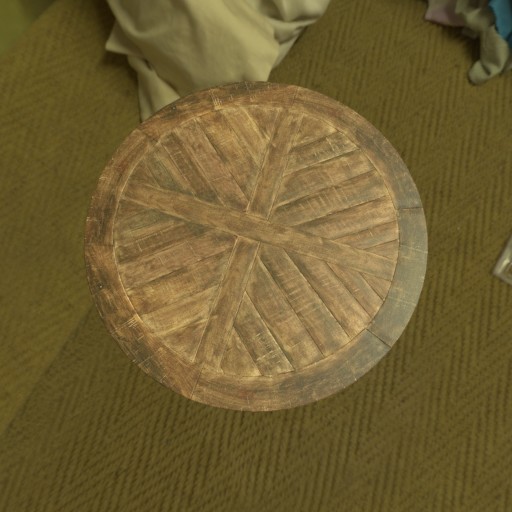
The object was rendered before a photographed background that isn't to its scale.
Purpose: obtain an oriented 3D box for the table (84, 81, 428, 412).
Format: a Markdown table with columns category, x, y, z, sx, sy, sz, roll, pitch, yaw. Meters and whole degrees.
| category | x | y | z | sx | sy | sz | roll | pitch | yaw |
| --- | --- | --- | --- | --- | --- | --- | --- | --- | --- |
| table | 0.000 | 0.000 | 2.001 | 1.264 | 0.762 | 1.264 | 0 | 76 | 0 |
